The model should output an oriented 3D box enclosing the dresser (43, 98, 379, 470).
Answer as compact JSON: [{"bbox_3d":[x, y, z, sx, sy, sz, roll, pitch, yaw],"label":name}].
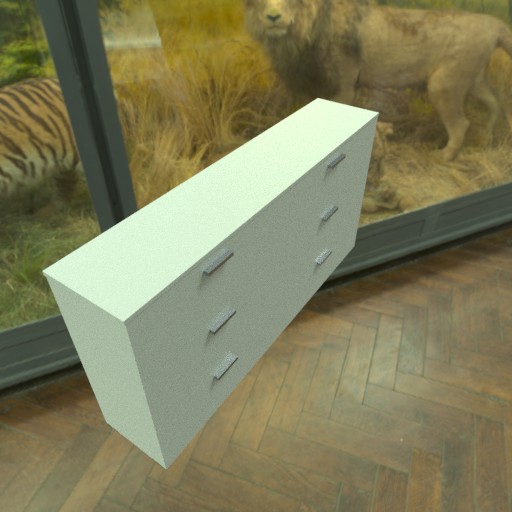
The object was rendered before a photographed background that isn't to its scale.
[{"bbox_3d":[0.000,0.000,1.857,0.333,0.790,1.535,24,46,26],"label":"dresser"}]
